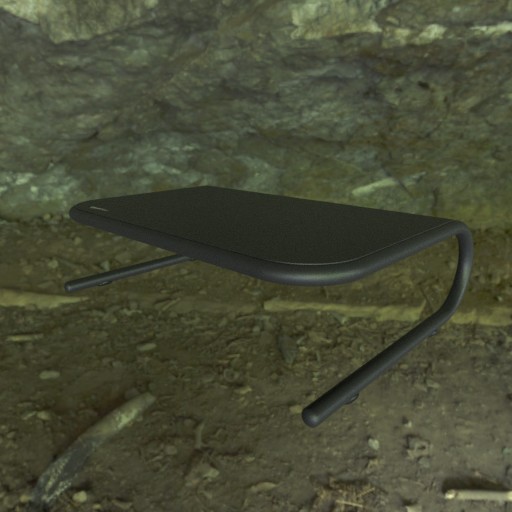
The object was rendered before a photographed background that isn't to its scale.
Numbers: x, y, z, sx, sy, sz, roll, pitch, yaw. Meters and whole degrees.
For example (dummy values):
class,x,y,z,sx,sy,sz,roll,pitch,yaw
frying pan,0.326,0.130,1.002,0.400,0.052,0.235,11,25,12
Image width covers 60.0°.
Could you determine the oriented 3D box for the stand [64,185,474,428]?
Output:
class,x,y,z,sx,sy,sz,roll,pitch,yaw
stand,0.000,0.000,0.491,0.370,0.108,0.280,15,22,41
